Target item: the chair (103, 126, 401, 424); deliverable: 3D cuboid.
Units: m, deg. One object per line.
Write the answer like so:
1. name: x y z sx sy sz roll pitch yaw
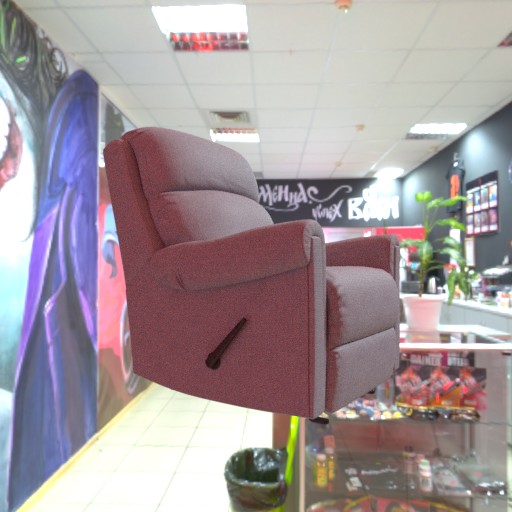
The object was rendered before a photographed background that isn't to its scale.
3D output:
1. chair: 0.000 0.000 1.789 1.014 1.054 0.838 -1 -1 35
